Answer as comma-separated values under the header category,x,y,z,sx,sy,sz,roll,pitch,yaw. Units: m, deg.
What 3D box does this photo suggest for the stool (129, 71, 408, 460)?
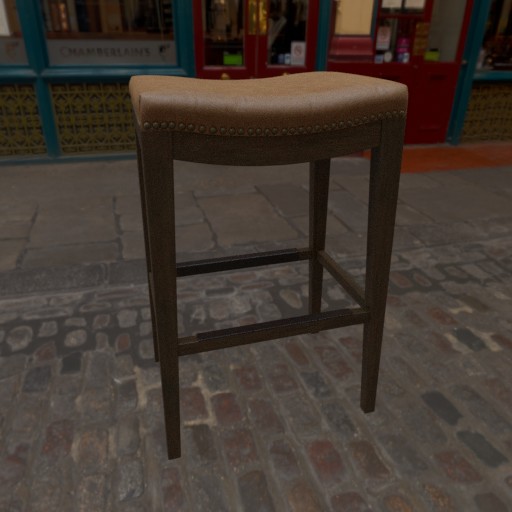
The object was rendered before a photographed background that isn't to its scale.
category,x,y,z,sx,sy,sz,roll,pitch,yaw
stool,0.000,0.000,1.012,0.500,0.759,0.361,-7,27,-15
